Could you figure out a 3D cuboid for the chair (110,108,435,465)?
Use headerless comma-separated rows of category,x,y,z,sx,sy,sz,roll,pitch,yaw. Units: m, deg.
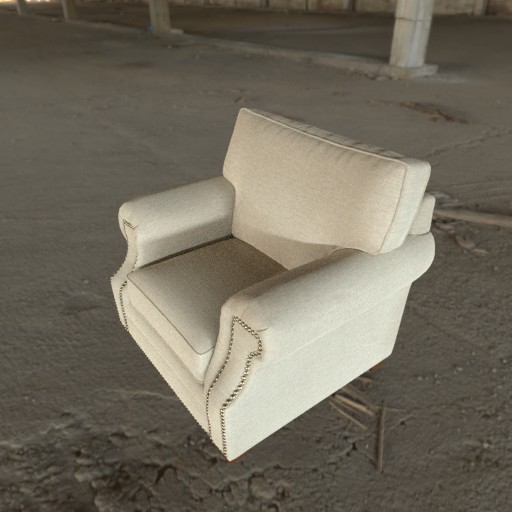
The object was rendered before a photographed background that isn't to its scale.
chair,0.000,0.000,1.823,0.965,0.961,1.092,-21,37,-31
